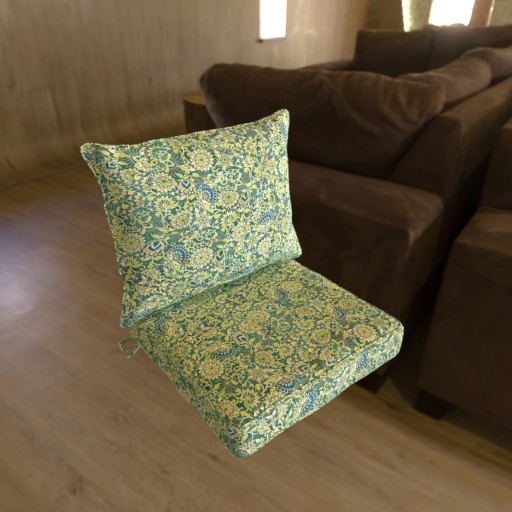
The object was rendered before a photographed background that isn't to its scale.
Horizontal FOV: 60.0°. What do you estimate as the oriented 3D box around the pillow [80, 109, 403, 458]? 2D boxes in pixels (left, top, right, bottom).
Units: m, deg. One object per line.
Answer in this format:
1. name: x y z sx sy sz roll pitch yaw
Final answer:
1. pillow: 0.000 0.000 1.393 0.798 0.722 0.740 -21 35 -33
